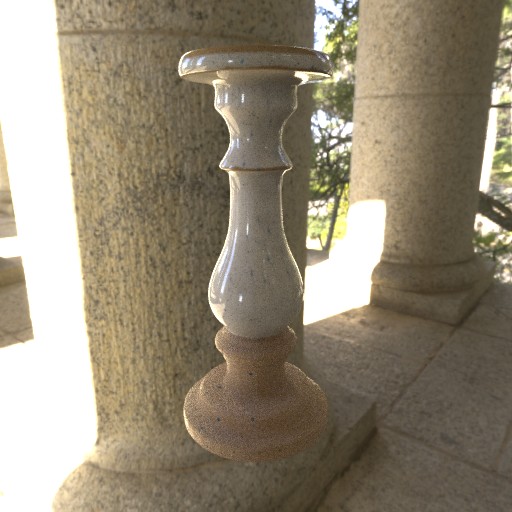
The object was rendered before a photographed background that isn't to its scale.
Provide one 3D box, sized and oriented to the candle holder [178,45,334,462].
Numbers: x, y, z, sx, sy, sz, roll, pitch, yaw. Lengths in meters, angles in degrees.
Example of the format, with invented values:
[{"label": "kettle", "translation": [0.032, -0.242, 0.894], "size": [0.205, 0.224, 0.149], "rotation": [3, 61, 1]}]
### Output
[{"label": "candle holder", "translation": [0.000, 0.000, 0.246], "size": [0.088, 0.203, 0.088], "rotation": [0, 16, 0]}]
